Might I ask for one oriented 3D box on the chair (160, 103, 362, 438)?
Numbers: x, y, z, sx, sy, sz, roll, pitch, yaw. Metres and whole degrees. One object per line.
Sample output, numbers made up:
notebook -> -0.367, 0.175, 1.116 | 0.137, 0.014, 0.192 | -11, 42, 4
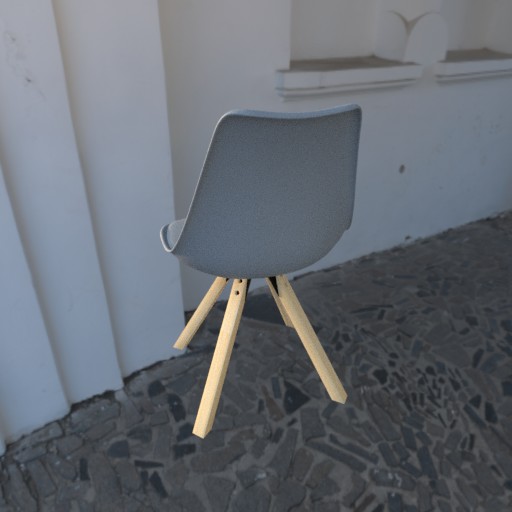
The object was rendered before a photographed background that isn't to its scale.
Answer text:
chair -> 0.000, 0.000, 1.202 | 0.485, 0.850, 0.549 | -8, 28, -15
